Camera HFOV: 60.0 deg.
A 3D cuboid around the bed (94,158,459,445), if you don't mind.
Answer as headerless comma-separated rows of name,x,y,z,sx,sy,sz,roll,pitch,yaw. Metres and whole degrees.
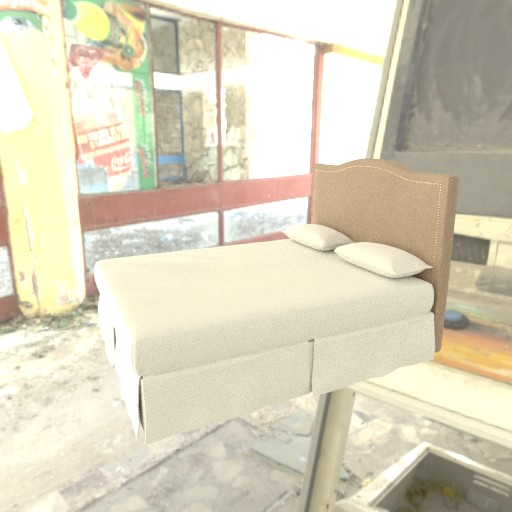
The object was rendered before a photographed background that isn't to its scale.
bed,0.000,0.000,3.437,2.282,1.436,1.821,-7,16,-25
